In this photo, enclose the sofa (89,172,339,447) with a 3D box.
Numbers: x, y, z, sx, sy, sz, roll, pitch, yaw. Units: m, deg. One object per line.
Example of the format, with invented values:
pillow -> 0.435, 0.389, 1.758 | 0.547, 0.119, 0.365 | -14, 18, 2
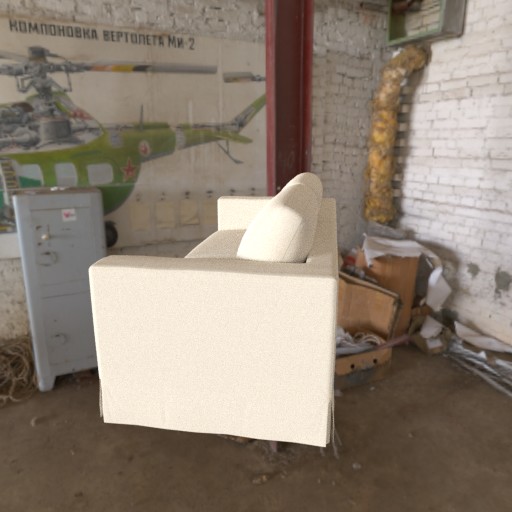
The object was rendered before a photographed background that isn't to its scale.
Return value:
sofa -> 0.000, 0.000, 2.654 | 0.954, 0.881, 2.163 | 2, 15, 9
